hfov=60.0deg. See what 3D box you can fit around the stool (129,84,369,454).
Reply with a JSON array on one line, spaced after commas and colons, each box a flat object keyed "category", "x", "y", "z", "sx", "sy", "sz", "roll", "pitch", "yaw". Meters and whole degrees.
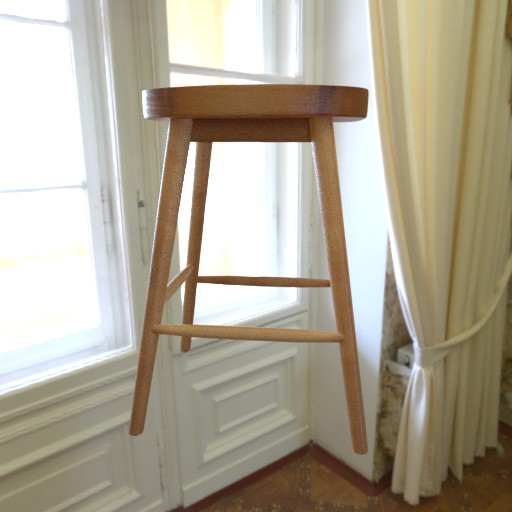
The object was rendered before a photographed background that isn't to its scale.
[{"category": "stool", "x": 0.000, "y": 0.000, "z": 0.890, "sx": 0.440, "sy": 0.615, "sz": 0.361, "roll": 2, "pitch": 15, "yaw": 7}]
